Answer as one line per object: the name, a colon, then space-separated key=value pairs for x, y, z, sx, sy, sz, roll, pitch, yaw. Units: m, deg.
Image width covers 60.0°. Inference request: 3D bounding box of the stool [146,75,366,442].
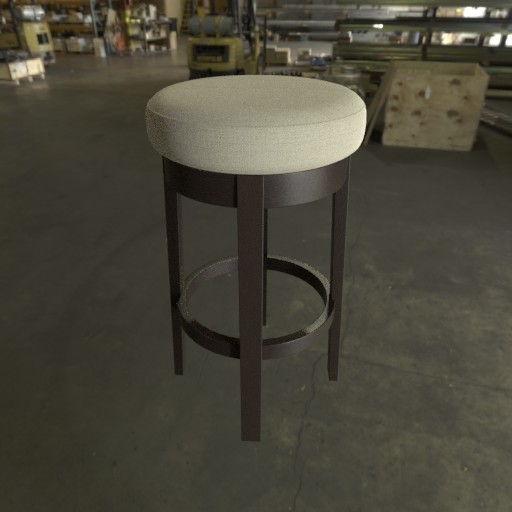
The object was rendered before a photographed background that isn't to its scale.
stool: x=0.000 y=0.000 z=1.043 sx=0.446 sy=0.758 sz=0.446 roll=0 pitch=30 yaw=0
